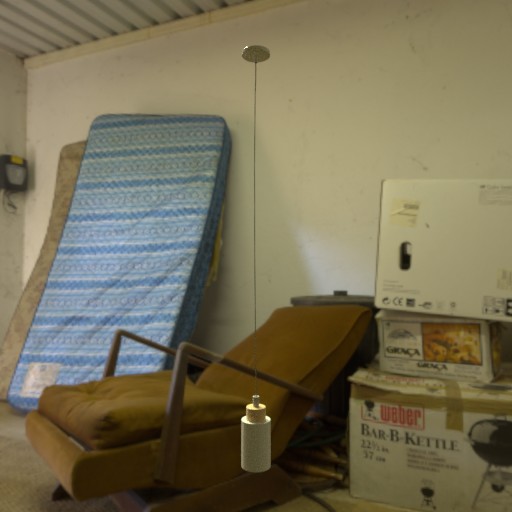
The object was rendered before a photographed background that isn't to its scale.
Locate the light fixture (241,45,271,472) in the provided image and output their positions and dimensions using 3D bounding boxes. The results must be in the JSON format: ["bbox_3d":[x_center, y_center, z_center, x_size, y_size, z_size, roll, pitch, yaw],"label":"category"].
[{"bbox_3d":[0.000,0.000,1.927,0.125,1.798,0.125,0,-2,0],"label":"light fixture"}]
